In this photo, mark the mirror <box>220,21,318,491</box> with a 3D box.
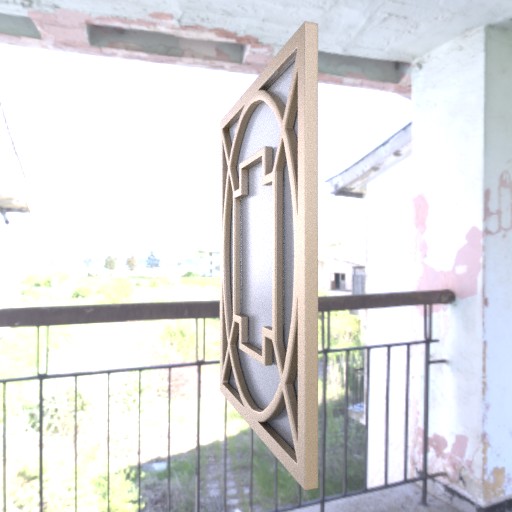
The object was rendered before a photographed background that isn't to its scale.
[{"bbox_3d":[0.000,0.000,1.327,0.032,1.023,0.756,0,0,-19],"label":"mirror"}]
